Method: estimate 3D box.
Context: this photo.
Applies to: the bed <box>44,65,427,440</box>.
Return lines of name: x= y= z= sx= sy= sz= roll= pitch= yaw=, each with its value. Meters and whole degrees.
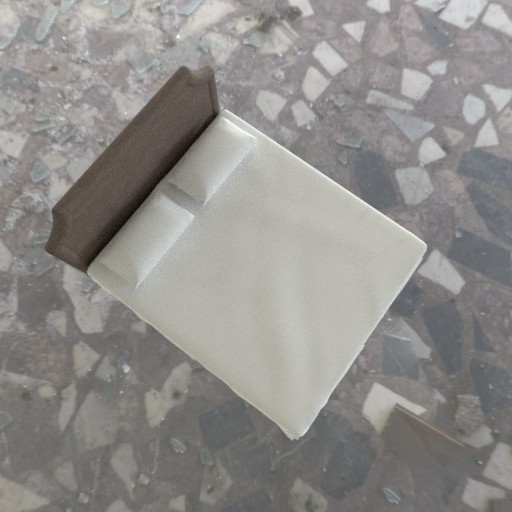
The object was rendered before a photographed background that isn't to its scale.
bed: x=0.000 y=0.000 z=4.153 sx=2.773 sy=1.590 sz=2.350 roll=36 pitch=79 yaw=8
